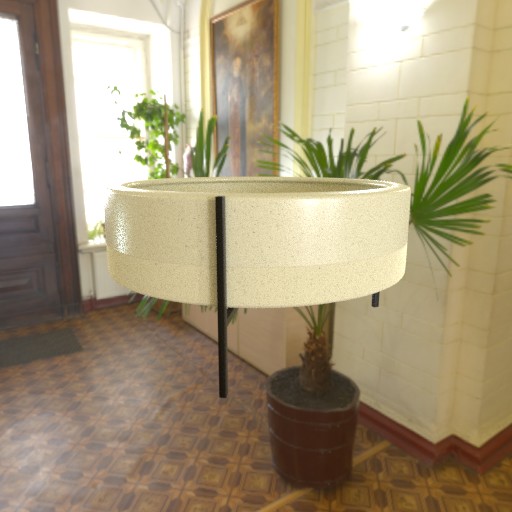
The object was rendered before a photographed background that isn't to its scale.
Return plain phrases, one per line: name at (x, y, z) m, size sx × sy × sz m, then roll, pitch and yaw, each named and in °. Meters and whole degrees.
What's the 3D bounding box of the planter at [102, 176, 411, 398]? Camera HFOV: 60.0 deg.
planter at (0.000, 0.000, 0.522) m, size 0.336 × 0.171 × 0.345 m, roll 2°, pitch 13°, yaw 9°
